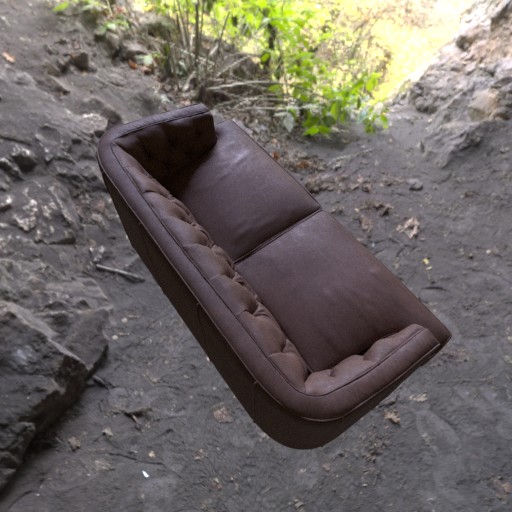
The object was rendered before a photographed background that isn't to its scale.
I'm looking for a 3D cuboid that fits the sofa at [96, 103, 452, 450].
[{"bbox_3d":[0.000,0.000,2.226,0.917,0.799,1.767,-32,63,-18],"label":"sofa"}]
